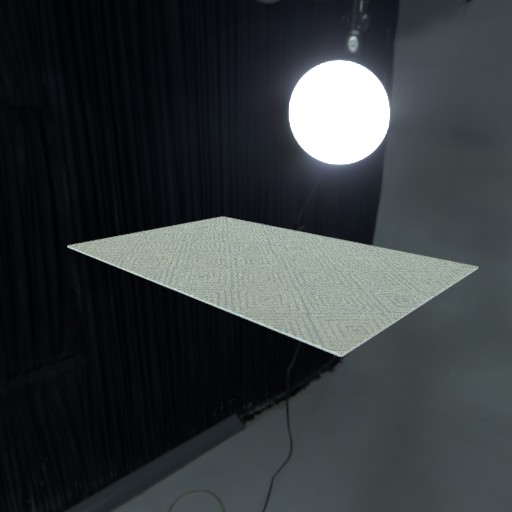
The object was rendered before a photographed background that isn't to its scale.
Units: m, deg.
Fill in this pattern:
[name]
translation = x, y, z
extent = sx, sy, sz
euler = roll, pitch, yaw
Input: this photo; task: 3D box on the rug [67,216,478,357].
[rug]
translation = 0.000, 0.000, 2.229
extent = 1.753, 0.008, 1.143
euler = 15, 22, 41
